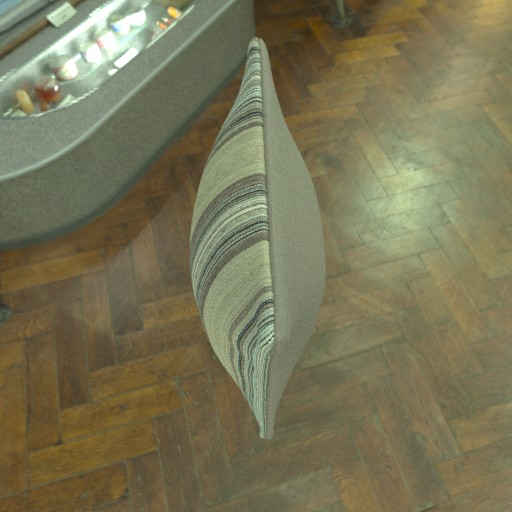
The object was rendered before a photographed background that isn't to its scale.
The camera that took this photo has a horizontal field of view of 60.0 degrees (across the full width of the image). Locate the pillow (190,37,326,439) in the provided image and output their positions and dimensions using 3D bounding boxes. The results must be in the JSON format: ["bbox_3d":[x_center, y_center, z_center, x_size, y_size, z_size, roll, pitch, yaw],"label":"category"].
[{"bbox_3d":[0.000,0.000,0.645,0.189,0.416,0.435,-1,58,-1],"label":"pillow"}]
